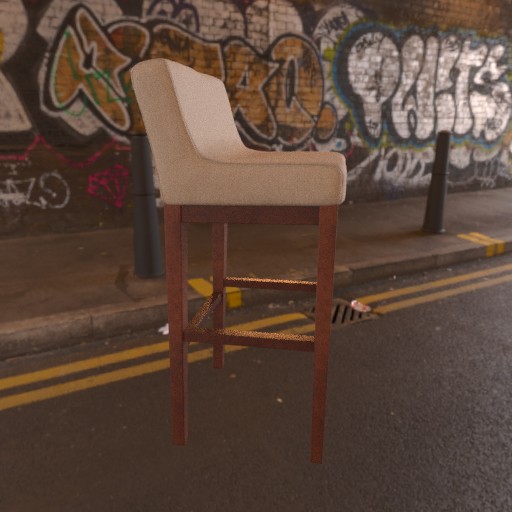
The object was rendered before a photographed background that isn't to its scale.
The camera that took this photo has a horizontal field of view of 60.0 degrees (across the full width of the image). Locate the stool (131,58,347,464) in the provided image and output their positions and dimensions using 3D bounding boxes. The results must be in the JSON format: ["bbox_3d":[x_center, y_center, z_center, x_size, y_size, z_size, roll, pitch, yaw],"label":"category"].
[{"bbox_3d":[0.000,0.000,1.318,0.500,1.037,0.511,3,16,10],"label":"stool"}]
